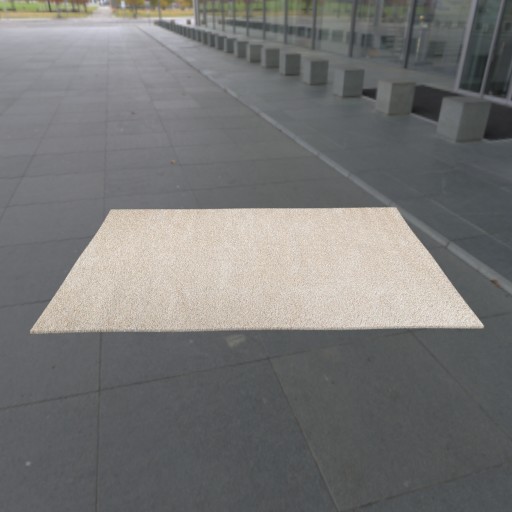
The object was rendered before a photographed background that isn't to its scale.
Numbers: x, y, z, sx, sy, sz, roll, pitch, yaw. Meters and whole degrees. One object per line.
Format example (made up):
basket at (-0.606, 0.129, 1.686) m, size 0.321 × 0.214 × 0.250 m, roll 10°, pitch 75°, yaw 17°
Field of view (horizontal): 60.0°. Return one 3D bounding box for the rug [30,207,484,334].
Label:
rug at (0.000, 0.000, 3.418) m, size 2.699 × 0.025 × 1.800 m, roll -1°, pitch 29°, yaw -1°
